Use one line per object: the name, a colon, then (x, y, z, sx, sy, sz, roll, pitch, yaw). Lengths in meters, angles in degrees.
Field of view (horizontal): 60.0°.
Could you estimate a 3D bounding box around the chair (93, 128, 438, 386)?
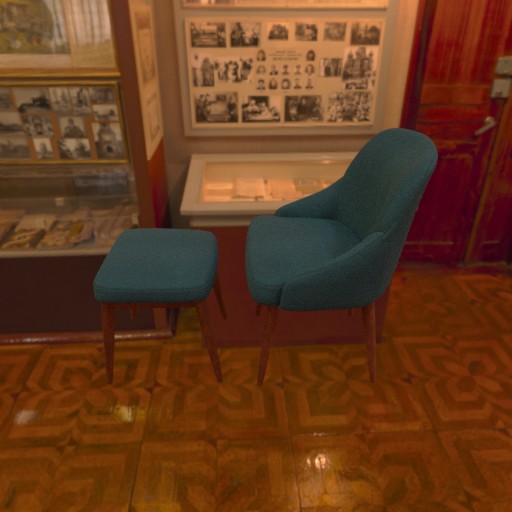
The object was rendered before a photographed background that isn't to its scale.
chair: (0.000, 0.000, 1.624, 1.114, 0.866, 0.584, 0, 29, -1)
